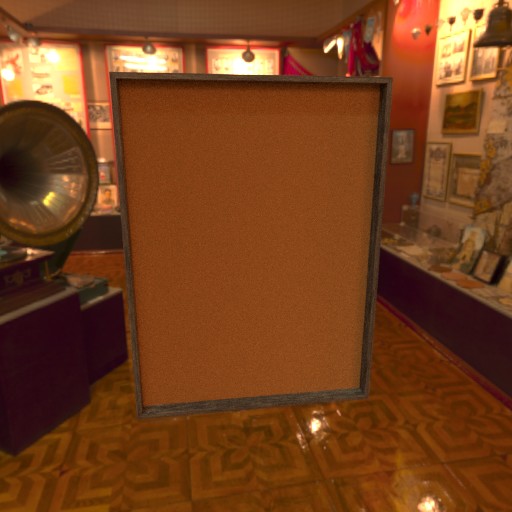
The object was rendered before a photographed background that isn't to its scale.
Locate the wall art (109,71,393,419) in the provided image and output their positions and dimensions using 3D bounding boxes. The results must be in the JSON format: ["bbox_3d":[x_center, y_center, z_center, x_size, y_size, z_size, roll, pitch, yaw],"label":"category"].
[{"bbox_3d":[0.000,0.000,1.341,0.762,1.016,0.063,-2,15,-8],"label":"wall art"}]
